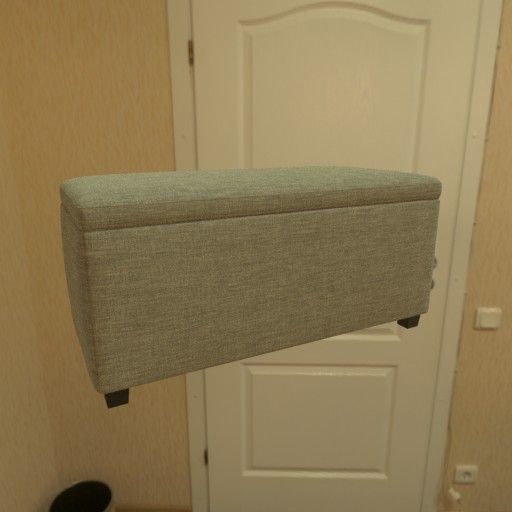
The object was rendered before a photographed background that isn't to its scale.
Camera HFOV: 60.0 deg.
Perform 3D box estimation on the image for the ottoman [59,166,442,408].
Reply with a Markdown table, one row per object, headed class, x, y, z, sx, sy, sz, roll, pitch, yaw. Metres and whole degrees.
| class | x | y | z | sx | sy | sz | roll | pitch | yaw |
| --- | --- | --- | --- | --- | --- | --- | --- | --- | --- |
| ottoman | 0.000 | 0.000 | 1.155 | 0.902 | 0.432 | 0.419 | -8 | 17 | -26 |
